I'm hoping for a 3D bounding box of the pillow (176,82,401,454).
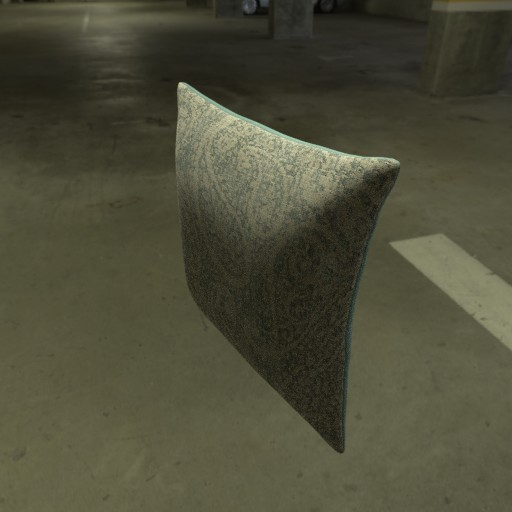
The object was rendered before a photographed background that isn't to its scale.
[{"bbox_3d":[0.000,0.000,0.789,0.166,0.507,0.526,-20,38,-29],"label":"pillow"}]
